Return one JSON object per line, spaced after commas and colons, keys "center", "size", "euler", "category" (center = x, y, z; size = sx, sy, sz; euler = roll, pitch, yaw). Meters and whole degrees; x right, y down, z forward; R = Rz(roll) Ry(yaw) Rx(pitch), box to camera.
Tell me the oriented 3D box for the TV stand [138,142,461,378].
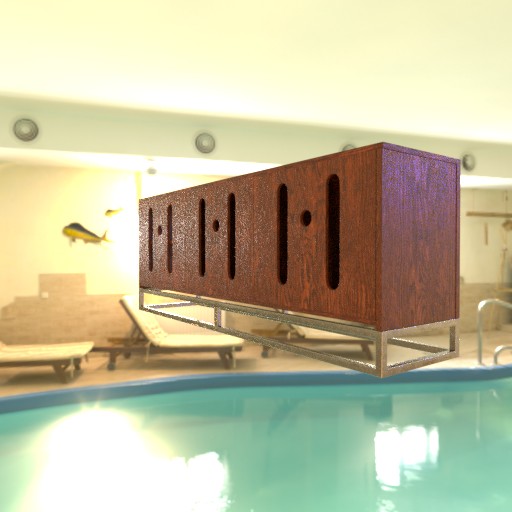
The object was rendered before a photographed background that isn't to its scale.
{"center": [0.000, 0.000, 1.812], "size": [0.382, 0.578, 1.541], "euler": [-1, 1, -37], "category": "TV stand"}
